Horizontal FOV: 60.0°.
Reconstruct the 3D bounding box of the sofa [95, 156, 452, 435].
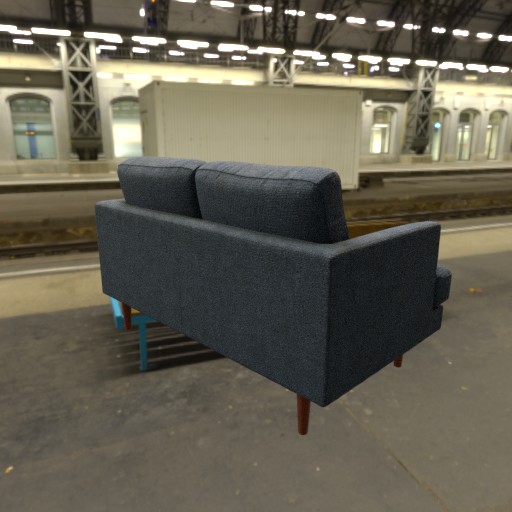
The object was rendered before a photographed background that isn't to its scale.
[{"bbox_3d":[0.000,0.000,2.176,0.903,0.944,1.582,-14,21,-43],"label":"sofa"}]
